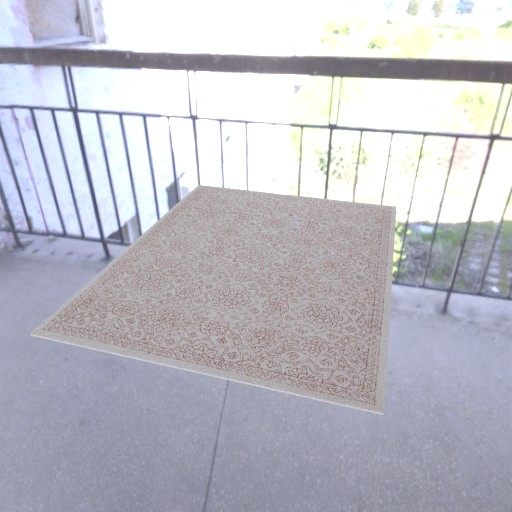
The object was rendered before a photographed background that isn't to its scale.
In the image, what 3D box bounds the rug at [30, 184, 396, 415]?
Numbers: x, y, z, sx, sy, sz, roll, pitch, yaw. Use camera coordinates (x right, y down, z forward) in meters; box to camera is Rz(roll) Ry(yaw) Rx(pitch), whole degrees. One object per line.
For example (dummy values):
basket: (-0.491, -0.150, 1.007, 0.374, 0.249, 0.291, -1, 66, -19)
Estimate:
rug: (0.000, 0.000, 4.101, 2.441, 0.015, 3.050, 9, 31, 14)
